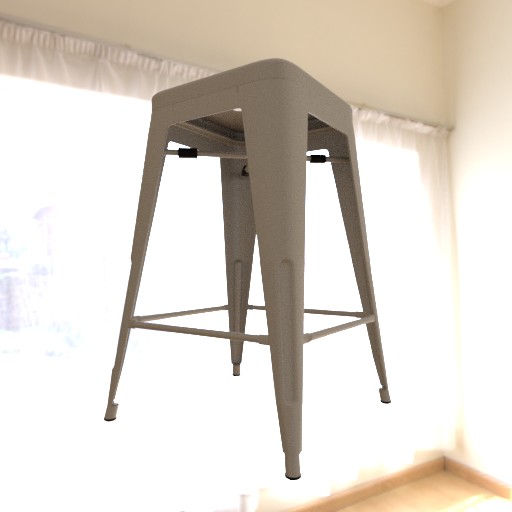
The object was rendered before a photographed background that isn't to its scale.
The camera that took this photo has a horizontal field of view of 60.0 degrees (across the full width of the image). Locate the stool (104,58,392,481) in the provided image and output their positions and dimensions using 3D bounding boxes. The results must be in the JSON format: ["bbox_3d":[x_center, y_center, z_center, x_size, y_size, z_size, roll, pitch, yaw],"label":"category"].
[{"bbox_3d":[0.000,0.000,0.872,0.410,0.608,0.410,-1,-1,34],"label":"stool"}]
